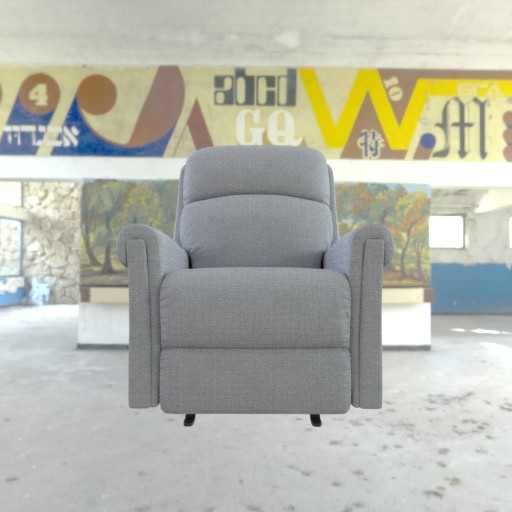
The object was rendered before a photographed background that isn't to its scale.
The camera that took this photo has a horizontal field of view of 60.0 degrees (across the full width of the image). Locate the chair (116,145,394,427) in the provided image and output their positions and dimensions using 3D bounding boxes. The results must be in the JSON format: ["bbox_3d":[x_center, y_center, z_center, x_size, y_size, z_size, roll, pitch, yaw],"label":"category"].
[{"bbox_3d":[0.000,0.000,1.776,0.838,1.054,1.014,0,-1,0],"label":"chair"}]
